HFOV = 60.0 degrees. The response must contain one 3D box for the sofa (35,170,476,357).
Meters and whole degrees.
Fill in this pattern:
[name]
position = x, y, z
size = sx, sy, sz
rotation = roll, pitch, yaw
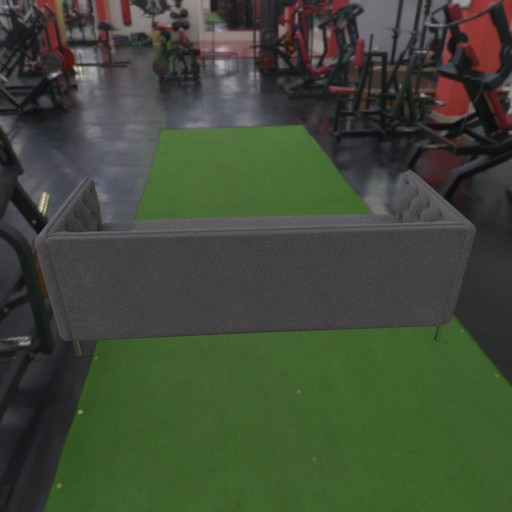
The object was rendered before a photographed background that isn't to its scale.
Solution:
[sofa]
position = 0.000, 0.000, 2.704
size = 2.209, 0.771, 0.895
rotation = -2, 30, -3
